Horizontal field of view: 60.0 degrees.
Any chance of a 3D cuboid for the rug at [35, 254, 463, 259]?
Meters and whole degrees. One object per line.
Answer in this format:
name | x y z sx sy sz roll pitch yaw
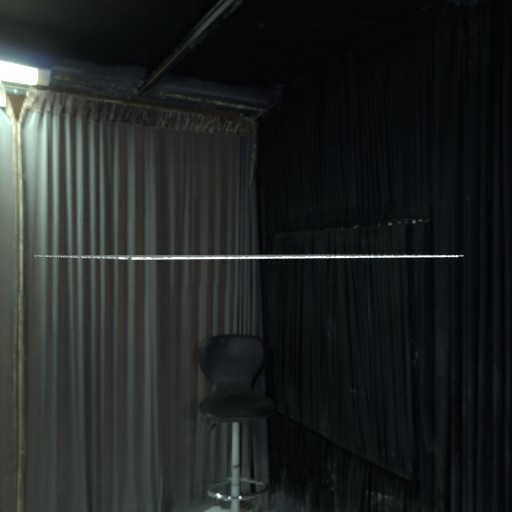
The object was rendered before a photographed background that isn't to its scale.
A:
rug | 0.000 0.000 2.939 2.410 0.011 1.539 0 0 -36
